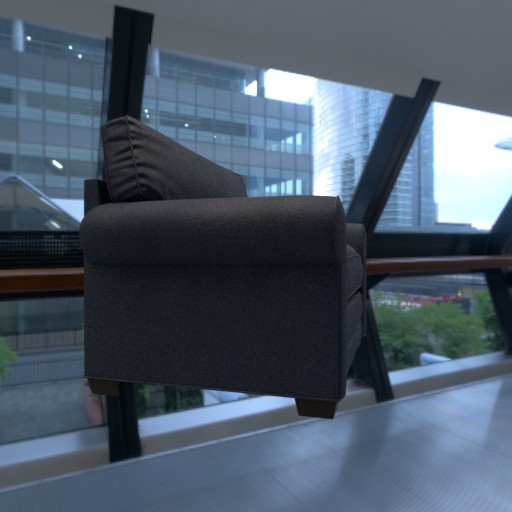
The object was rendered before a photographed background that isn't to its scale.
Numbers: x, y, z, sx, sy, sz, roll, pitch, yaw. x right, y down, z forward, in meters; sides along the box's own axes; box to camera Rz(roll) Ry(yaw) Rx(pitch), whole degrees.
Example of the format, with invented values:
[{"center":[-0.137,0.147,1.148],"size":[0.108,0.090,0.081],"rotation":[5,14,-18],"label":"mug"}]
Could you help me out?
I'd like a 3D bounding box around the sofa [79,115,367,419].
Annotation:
[{"center":[0.000,0.000,2.056],"size":[0.938,1.004,1.405],"rotation":[0,0,17],"label":"sofa"}]
